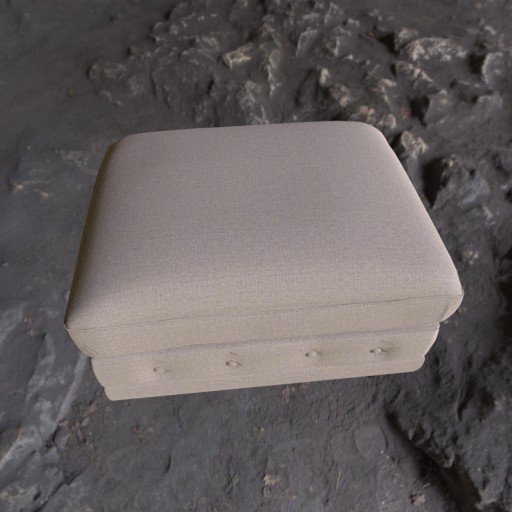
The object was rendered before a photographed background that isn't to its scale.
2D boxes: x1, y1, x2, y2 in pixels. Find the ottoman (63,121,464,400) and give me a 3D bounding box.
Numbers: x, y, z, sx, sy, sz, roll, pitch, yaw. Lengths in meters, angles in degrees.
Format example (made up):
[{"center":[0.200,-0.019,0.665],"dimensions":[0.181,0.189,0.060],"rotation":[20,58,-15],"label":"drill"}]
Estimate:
[{"center":[0.000,0.000,1.010],"dimensions":[0.684,0.463,0.541],"rotation":[-4,47,-4],"label":"ottoman"}]
